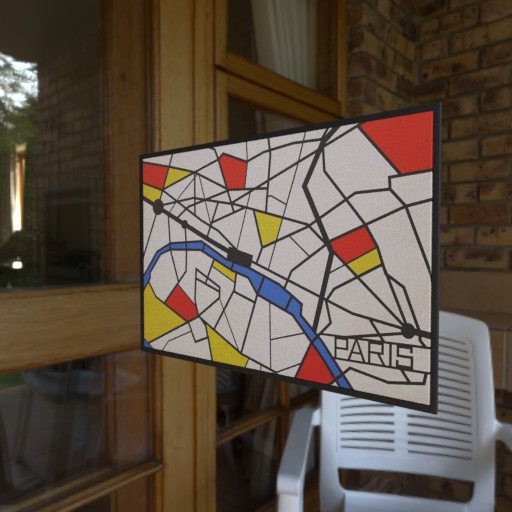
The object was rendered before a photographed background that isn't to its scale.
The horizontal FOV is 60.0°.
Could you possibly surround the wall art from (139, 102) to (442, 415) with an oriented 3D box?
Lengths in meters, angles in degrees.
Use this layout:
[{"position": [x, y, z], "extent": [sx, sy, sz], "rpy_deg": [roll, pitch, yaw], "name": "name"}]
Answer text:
[{"position": [0.000, 0.000, 1.227], "extent": [0.963, 0.665, 0.013], "rpy_deg": [1, 2, 36], "name": "wall art"}]
